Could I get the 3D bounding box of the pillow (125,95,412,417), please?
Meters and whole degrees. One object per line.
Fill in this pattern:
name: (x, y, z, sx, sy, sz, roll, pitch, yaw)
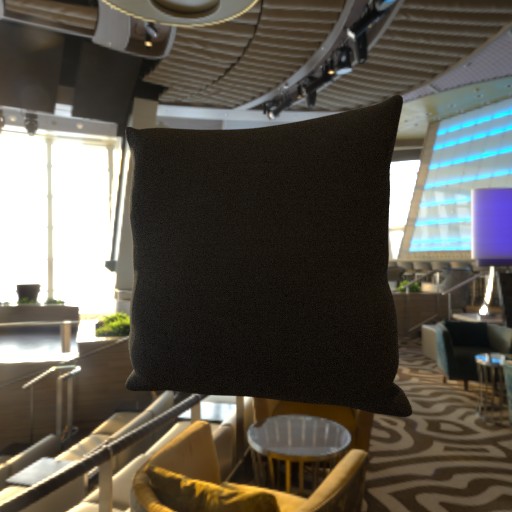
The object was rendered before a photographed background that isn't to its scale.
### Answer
pillow: (0.000, 0.000, 0.758, 0.503, 0.496, 0.208, 0, -1, 17)
